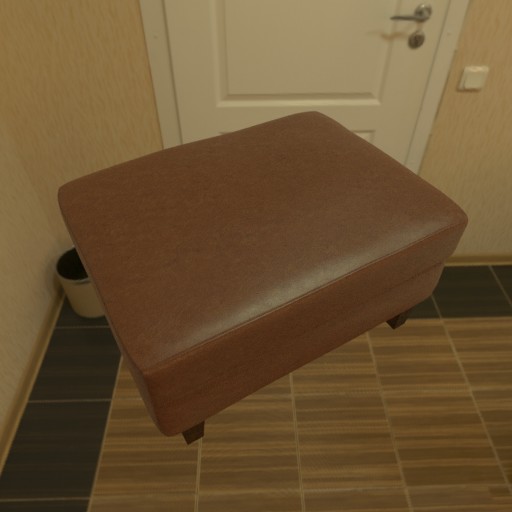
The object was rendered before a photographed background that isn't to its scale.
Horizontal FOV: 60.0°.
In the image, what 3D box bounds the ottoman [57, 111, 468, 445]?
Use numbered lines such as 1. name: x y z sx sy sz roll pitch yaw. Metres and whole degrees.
1. ottoman: 0.000 0.000 1.226 0.851 0.485 0.650 -23 49 -21
